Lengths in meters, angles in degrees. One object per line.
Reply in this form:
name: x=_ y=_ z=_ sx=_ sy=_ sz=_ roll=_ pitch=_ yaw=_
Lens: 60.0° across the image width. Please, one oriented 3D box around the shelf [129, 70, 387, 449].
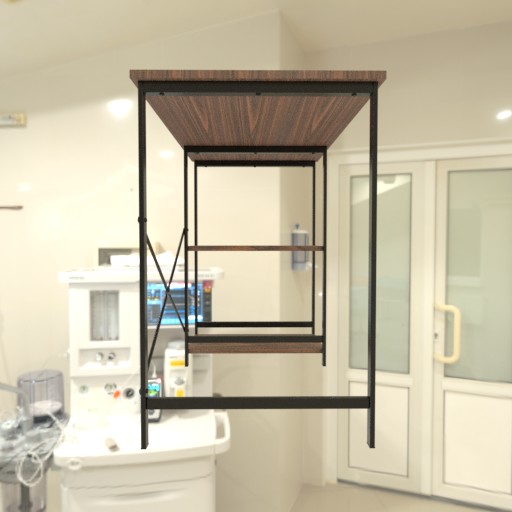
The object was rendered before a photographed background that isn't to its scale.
shelf: x=0.000 y=0.000 z=1.320 sx=0.498 sy=0.750 sz=0.902 roll=0 pitch=2 yaw=-1
